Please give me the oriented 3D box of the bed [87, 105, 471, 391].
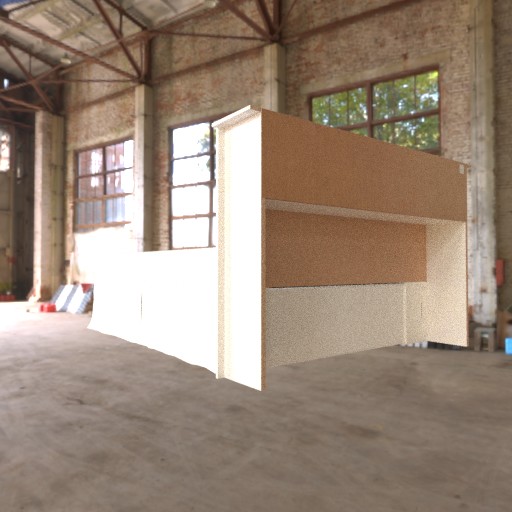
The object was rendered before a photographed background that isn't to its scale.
[{"bbox_3d":[0.000,0.000,3.030,1.671,1.092,2.133,1,-2,-37],"label":"bed"}]
